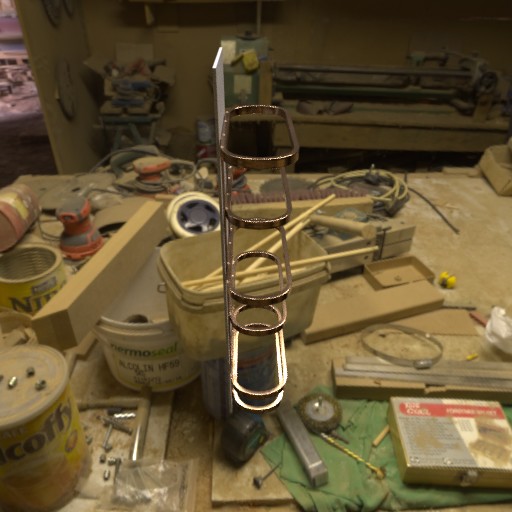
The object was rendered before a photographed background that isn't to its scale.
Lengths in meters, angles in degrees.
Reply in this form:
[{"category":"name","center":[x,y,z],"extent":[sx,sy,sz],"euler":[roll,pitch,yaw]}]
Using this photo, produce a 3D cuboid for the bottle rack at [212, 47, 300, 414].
[{"category":"bottle rack","center":[0.000,0.000,0.853],"extent":[0.118,0.709,0.332],"euler":[-1,33,-1]}]
